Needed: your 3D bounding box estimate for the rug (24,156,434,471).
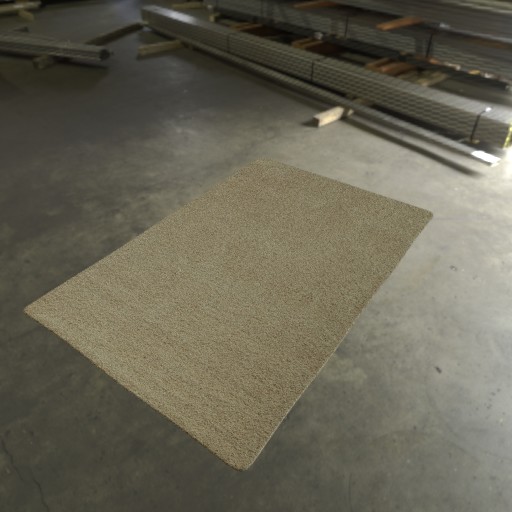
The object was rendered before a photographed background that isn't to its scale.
[{"bbox_3d":[0.000,0.000,3.314,1.801,0.024,2.700,25,45,27],"label":"rug"}]
